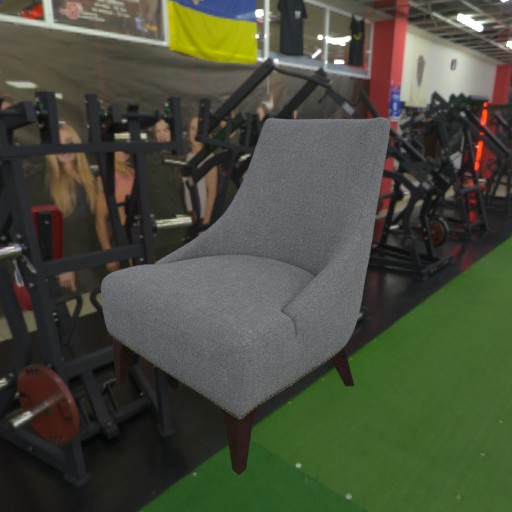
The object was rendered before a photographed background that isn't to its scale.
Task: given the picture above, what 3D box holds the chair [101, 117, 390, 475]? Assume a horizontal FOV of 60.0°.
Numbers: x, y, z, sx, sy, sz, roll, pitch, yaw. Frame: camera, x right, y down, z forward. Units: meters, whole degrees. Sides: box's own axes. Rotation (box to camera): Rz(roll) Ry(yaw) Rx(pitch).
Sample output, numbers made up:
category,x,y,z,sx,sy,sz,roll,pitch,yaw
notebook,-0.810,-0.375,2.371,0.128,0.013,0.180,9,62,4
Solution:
category,x,y,z,sx,sy,sz,roll,pitch,yaw
chair,0.000,0.000,1.521,0.701,0.909,0.861,16,23,41
